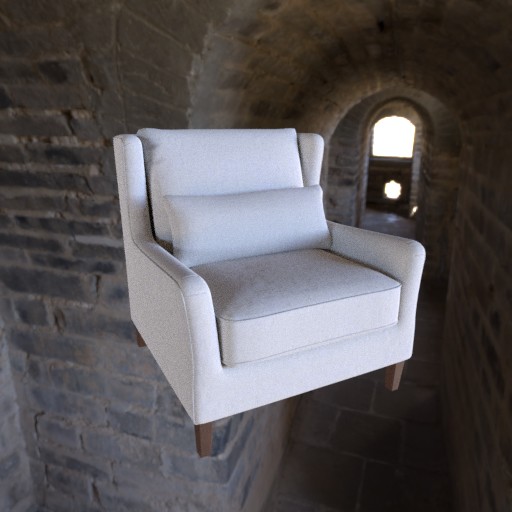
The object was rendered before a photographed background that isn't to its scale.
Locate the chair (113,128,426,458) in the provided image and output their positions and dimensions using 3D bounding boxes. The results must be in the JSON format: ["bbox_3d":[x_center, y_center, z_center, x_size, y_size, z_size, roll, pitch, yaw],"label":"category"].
[{"bbox_3d":[0.000,0.000,1.906,0.982,1.056,1.040,-8,18,-26],"label":"chair"}]
